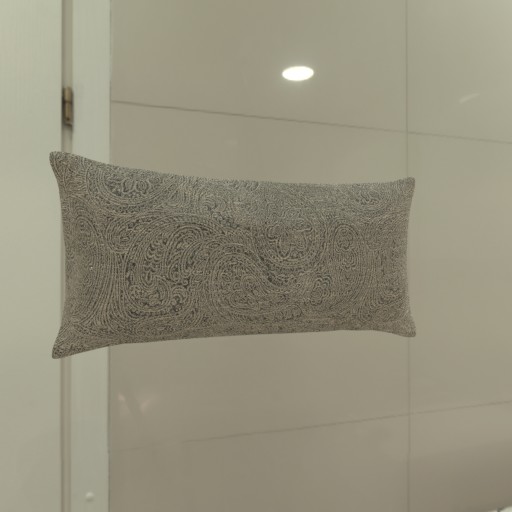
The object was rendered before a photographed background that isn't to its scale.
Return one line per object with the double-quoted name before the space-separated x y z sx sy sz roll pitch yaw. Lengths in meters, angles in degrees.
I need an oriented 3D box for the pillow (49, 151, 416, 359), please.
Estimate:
"pillow" 0.000 0.000 0.722 0.615 0.295 0.151 0 -1 -18
